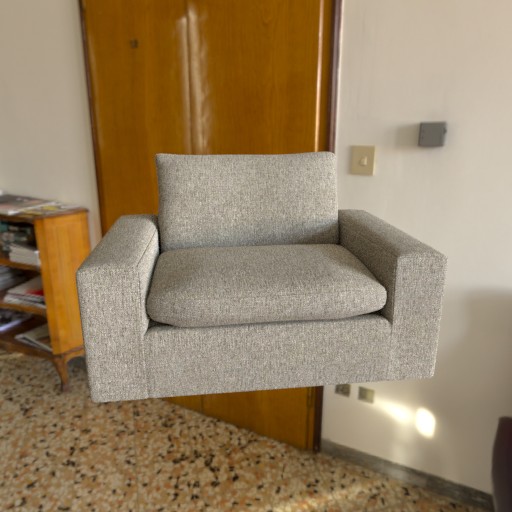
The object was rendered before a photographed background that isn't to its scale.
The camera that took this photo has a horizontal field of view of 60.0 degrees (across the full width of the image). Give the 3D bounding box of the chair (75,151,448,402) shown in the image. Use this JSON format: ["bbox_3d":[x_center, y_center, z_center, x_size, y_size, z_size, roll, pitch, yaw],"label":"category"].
[{"bbox_3d":[0.000,0.000,2.086,1.398,0.915,1.039,-2,16,-7],"label":"chair"}]
